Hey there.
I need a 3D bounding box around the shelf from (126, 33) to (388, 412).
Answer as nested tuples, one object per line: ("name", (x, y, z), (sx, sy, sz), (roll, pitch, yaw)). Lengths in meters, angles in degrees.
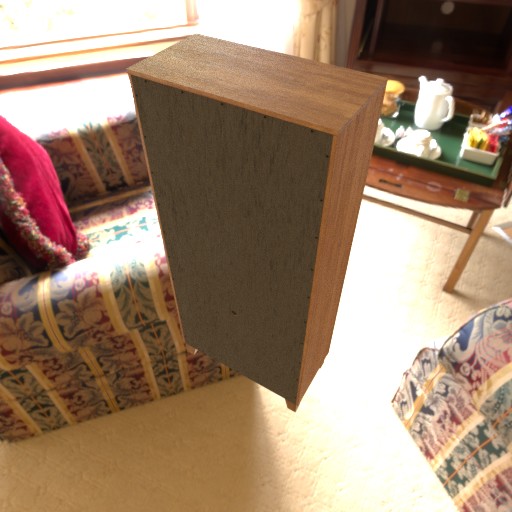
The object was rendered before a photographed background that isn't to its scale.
("shelf", (0.000, 0.000, 2.322), (0.864, 1.930, 0.453), (24, 50, 21))
